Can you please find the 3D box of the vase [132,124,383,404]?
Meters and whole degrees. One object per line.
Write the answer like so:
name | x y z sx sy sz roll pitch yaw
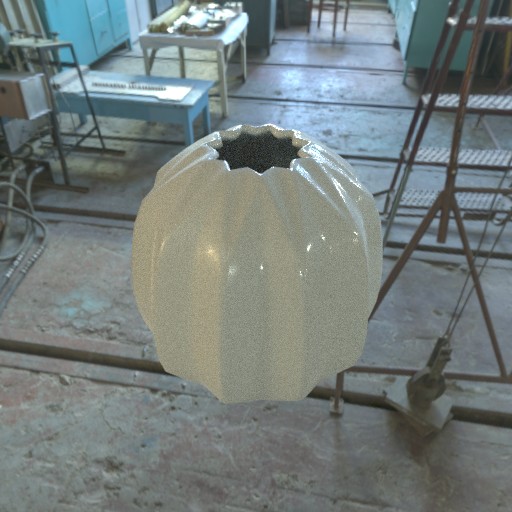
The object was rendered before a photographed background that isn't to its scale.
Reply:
vase | 0.000 0.000 0.248 0.139 0.134 0.139 0 41 0
